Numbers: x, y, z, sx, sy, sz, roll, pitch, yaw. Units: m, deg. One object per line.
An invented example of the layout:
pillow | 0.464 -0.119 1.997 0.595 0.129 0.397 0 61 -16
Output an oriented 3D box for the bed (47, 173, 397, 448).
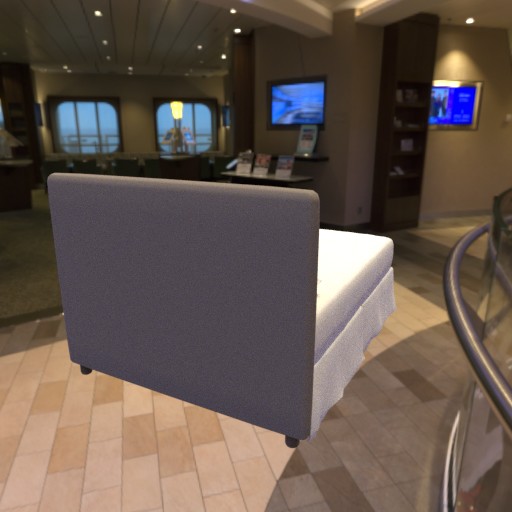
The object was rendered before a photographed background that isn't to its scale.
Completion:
bed | 0.000 0.000 3.296 1.748 1.330 2.142 8 18 27
